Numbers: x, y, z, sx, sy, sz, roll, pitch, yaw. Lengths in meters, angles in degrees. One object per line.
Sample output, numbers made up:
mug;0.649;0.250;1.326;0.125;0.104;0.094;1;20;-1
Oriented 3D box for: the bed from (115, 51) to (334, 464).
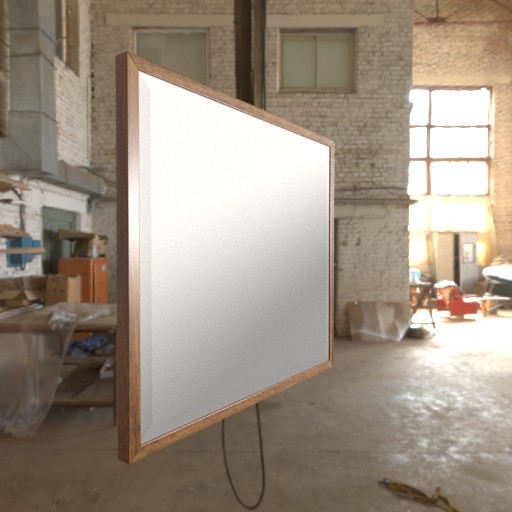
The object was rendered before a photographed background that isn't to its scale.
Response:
bed;0.000;0.000;1.438;0.043;0.940;1.041;1;1;36
